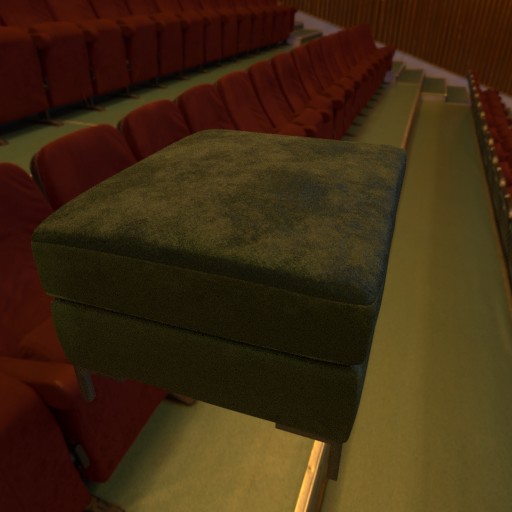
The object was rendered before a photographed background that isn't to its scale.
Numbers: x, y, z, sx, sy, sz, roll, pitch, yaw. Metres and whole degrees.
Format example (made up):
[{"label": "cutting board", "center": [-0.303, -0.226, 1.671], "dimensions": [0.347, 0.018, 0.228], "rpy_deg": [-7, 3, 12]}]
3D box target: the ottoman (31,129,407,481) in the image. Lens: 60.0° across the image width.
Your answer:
[{"label": "ottoman", "center": [0.000, 0.000, 1.224], "dimensions": [0.701, 0.538, 0.839], "rpy_deg": [10, 32, 17]}]
